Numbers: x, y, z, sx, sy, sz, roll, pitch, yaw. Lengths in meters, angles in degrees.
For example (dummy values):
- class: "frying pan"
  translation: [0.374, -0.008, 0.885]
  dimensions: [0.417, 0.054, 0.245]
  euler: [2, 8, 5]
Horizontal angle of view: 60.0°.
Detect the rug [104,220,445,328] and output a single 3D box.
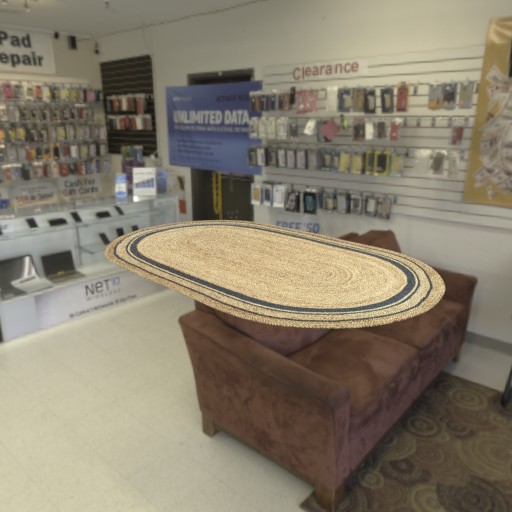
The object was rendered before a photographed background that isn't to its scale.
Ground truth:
- class: "rug"
  translation: [0.000, 0.000, 2.999]
  dimensions: [2.432, 0.006, 1.520]
  euler: [16, 24, 42]
